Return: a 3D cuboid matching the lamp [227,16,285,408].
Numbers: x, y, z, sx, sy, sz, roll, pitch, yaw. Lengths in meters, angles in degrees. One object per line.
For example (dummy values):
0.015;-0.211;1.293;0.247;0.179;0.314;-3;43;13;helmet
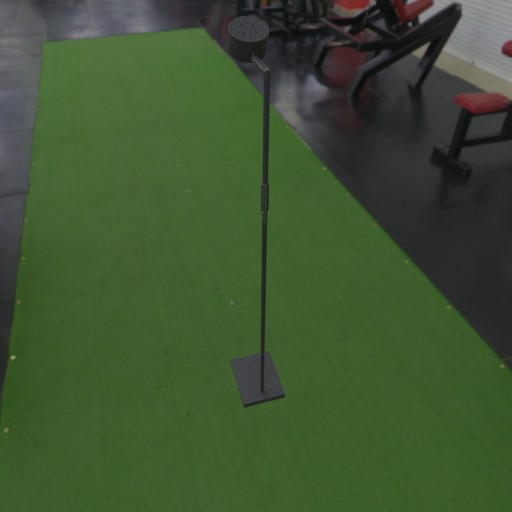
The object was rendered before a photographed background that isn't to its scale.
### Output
0.000;0.000;1.699;0.203;1.600;0.304;-11;42;-12;lamp
